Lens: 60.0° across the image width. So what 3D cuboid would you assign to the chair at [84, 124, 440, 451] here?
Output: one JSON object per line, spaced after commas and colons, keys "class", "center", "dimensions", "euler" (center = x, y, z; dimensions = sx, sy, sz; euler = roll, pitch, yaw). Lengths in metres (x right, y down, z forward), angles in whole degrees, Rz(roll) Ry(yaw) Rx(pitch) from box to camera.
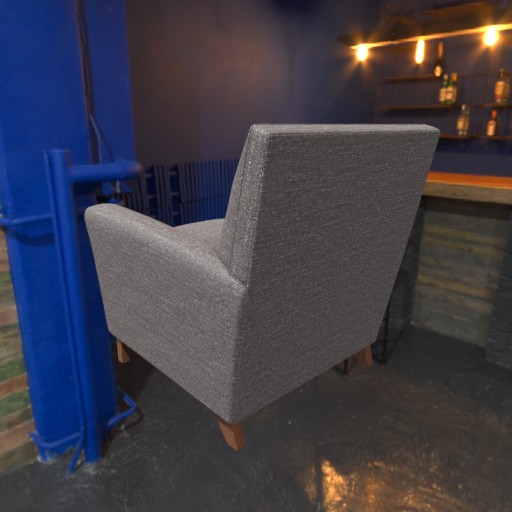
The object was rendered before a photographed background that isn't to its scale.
{"class": "chair", "center": [0.000, 0.000, 1.554], "dimensions": [0.838, 0.885, 0.875], "euler": [-15, 22, -41]}
